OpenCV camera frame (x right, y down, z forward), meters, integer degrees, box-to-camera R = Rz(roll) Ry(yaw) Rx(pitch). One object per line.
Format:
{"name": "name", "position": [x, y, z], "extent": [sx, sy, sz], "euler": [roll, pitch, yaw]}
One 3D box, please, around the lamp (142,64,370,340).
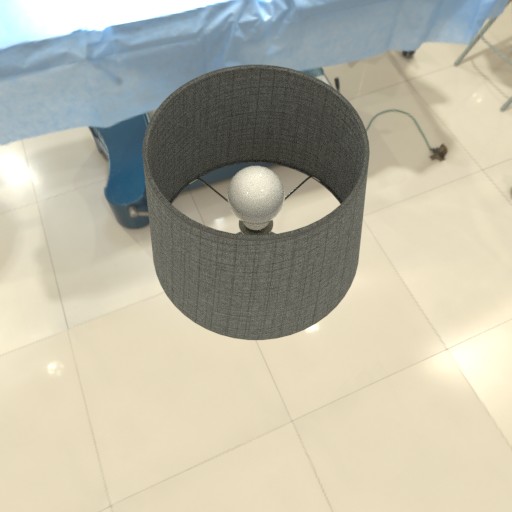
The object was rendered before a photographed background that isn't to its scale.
{"name": "lamp", "position": [0.000, 0.000, 0.578], "extent": [0.251, 0.429, 0.251], "euler": [0, 62, 0]}
